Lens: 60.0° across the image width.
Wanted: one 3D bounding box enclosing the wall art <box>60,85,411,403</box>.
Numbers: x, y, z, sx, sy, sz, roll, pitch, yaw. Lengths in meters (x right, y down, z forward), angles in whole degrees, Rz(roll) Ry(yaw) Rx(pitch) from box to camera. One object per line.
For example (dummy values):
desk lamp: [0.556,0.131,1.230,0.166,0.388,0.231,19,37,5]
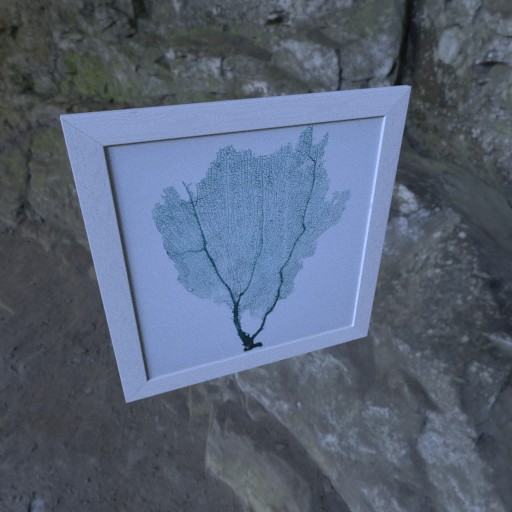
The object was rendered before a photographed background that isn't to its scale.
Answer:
wall art: [0.000,0.000,0.844,0.572,0.577,0.015,-11,34,-17]
